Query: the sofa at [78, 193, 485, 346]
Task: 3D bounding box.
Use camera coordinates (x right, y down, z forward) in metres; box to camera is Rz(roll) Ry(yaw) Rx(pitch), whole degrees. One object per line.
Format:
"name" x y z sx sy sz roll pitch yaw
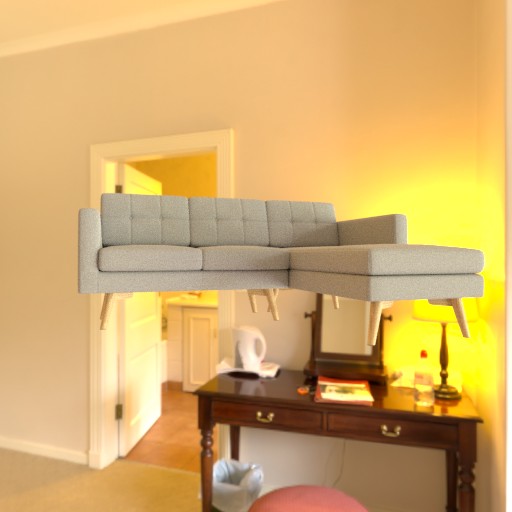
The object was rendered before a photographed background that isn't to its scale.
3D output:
"sofa" 0.000 0.000 2.700 2.040 0.860 1.530 0 0 -19
